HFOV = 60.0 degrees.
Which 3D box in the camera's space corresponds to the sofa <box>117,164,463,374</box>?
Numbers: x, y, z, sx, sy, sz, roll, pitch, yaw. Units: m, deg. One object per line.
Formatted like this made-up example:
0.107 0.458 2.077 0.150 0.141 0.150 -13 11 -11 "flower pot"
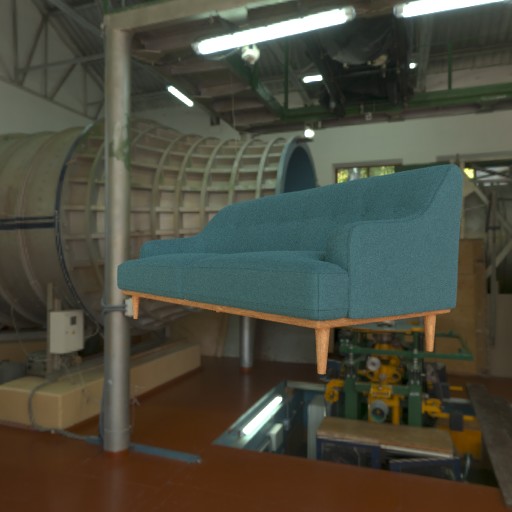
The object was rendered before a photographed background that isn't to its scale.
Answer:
0.000 0.000 2.588 0.978 0.871 2.057 0 -1 -36 "sofa"
